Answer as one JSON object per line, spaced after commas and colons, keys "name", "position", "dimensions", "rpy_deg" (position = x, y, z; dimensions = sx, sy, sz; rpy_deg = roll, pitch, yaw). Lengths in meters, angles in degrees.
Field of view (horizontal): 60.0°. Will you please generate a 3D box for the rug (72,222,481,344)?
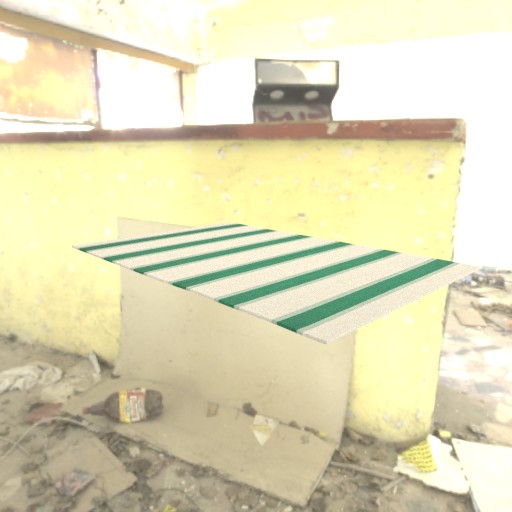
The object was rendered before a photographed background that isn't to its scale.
{"name": "rug", "position": [0.000, 0.000, 2.335], "dimensions": [1.210, 0.012, 1.829], "rpy_deg": [-13, 19, -43]}
